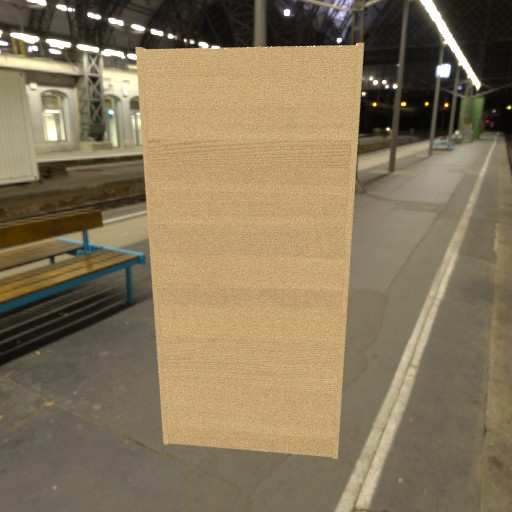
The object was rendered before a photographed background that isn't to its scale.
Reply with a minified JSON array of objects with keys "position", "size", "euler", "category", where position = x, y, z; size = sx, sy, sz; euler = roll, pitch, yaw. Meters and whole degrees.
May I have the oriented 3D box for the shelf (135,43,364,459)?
[{"position":[0.000,0.000,1.060],"size":[0.417,0.876,0.292],"euler":[2,17,6],"category":"shelf"}]
